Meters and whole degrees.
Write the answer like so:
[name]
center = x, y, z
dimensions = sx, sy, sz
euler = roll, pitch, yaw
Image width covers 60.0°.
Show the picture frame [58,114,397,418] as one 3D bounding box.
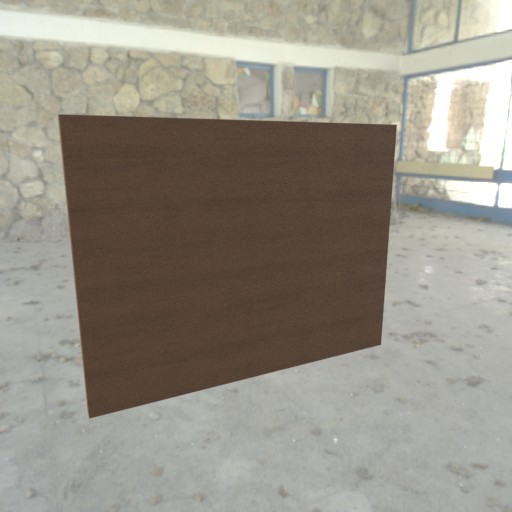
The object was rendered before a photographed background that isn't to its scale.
[picture frame]
center = 0.000, 0.000, 1.740
dimensions = 1.329, 1.018, 0.045
euler = -7, 15, -26
